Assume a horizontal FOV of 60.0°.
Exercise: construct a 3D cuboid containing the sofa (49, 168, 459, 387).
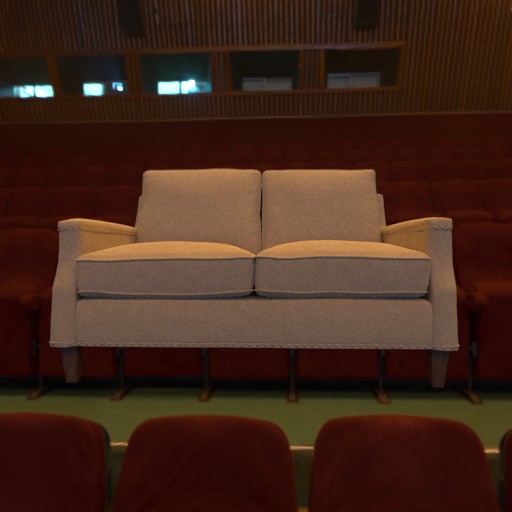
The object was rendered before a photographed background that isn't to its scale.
[{"bbox_3d":[0.000,0.000,2.222,1.597,1.002,1.084,0,1,2],"label":"sofa"}]
